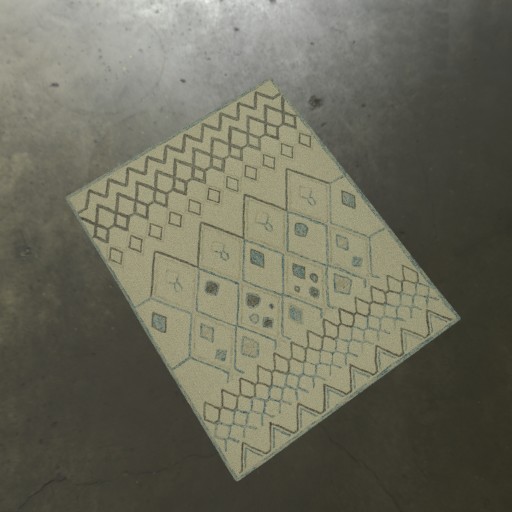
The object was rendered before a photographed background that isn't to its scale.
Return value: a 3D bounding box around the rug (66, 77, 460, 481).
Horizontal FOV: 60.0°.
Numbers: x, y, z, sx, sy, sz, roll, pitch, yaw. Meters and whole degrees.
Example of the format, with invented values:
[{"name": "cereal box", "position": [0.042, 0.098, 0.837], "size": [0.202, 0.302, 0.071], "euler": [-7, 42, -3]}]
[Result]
[{"name": "rug", "position": [0.000, 0.000, 4.176], "size": [2.441, 0.013, 3.056], "euler": [-33, 78, -8]}]
